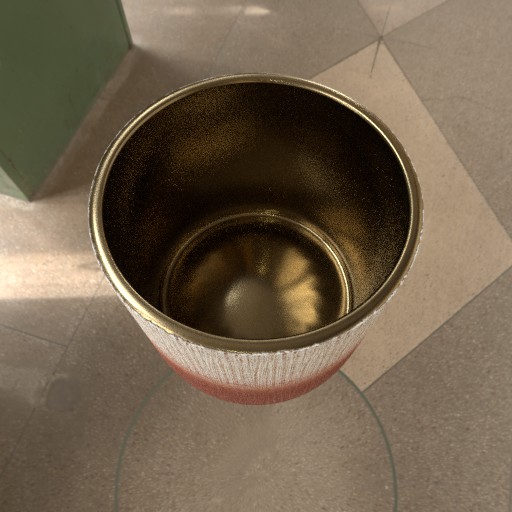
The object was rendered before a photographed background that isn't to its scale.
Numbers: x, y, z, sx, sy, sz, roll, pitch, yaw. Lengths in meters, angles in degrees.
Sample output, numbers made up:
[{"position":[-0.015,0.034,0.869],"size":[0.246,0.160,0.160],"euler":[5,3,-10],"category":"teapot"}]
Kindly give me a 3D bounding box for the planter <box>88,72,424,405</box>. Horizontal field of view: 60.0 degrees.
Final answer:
[{"position":[0.000,0.000,0.302],"size":[0.178,0.157,0.178],"euler":[0,64,0],"category":"planter"}]
